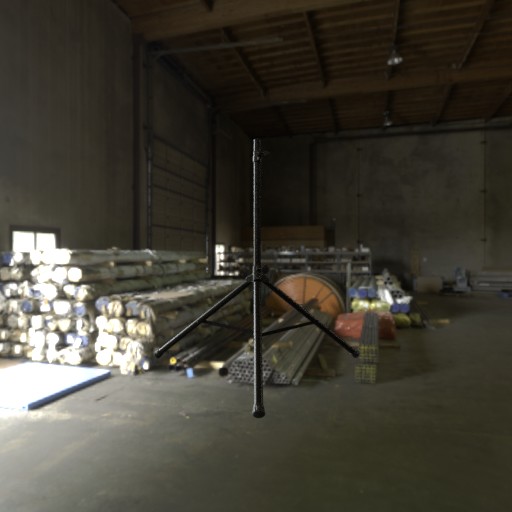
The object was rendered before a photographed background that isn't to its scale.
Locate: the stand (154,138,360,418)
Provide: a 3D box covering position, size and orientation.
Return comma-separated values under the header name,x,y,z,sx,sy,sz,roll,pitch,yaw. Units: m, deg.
name,x,y,z,sx,sy,sz,roll,pitch,yaw
stand,0.000,0.000,2.819,1.596,1.595,1.339,0,0,1
